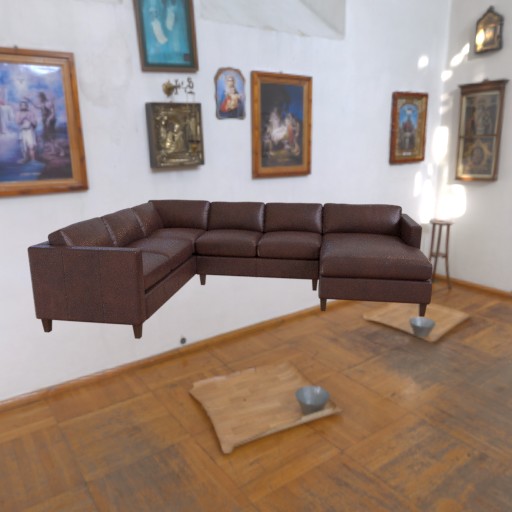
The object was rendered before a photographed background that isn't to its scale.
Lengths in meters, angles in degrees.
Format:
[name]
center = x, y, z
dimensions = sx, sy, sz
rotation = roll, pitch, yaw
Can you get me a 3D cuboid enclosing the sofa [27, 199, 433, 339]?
[sofa]
center = 0.000, 0.000, 4.521
dimensions = 3.324, 0.891, 2.452
rotation = 2, 14, 9
